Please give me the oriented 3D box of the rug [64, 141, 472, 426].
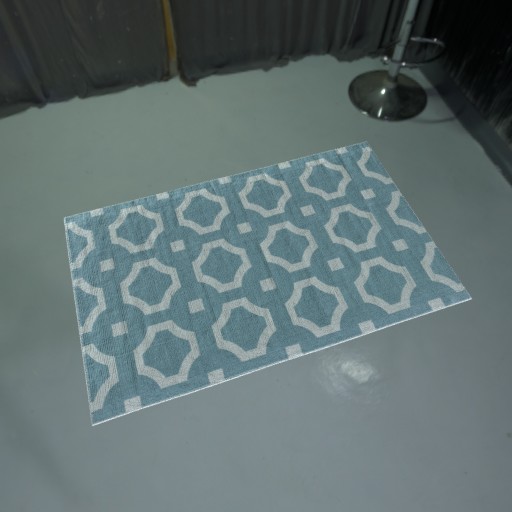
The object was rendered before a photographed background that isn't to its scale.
[{"bbox_3d":[0.000,0.000,3.053,2.443,0.015,1.528,-16,59,-10],"label":"rug"}]
